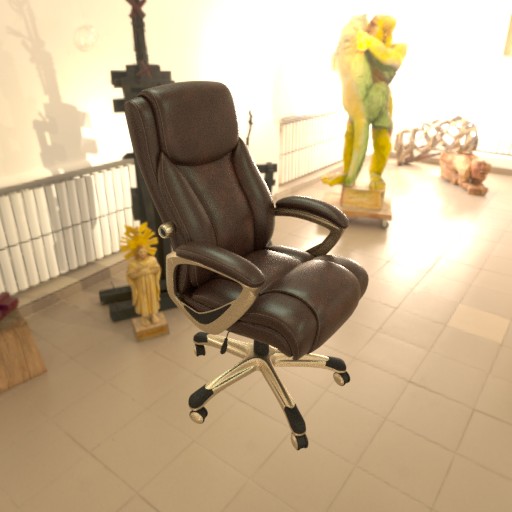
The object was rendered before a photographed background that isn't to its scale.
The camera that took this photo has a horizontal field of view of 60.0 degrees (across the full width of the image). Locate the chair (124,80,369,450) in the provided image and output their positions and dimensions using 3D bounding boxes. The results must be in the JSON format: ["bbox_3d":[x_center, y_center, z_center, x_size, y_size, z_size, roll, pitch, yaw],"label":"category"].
[{"bbox_3d":[0.000,0.000,1.668,0.749,1.194,0.692,18,31,32],"label":"chair"}]
